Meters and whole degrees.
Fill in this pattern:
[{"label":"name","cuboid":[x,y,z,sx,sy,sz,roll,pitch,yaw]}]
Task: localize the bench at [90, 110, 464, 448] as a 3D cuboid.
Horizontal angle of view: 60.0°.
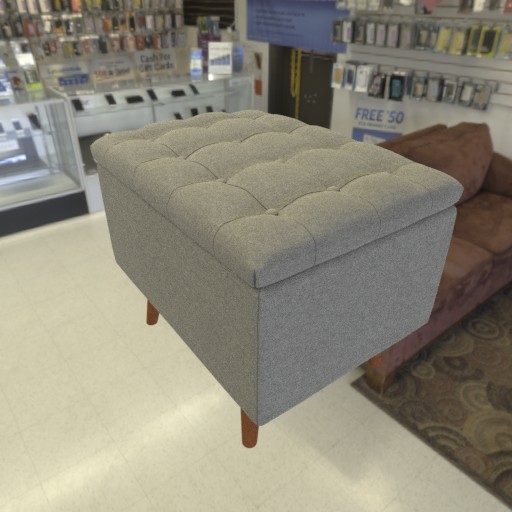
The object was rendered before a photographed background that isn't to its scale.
[{"label":"bench","cuboid":[0.000,0.000,0.894,0.417,0.469,0.572,-21,37,-30]}]
